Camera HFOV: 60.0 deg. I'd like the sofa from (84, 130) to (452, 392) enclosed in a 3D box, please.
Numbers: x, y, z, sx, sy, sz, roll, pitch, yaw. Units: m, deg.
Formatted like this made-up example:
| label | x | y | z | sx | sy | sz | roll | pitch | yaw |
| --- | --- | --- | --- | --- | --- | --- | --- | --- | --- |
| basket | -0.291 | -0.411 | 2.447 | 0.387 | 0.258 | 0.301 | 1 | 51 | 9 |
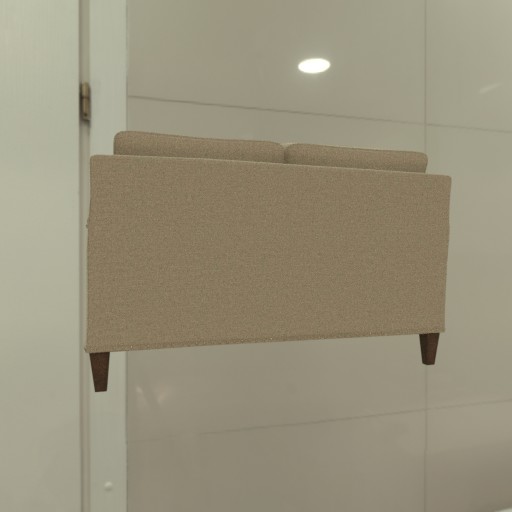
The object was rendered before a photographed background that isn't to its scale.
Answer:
| label | x | y | z | sx | sy | sz | roll | pitch | yaw |
| --- | --- | --- | --- | --- | --- | --- | --- | --- | --- |
| sofa | 0.000 | 0.000 | 2.252 | 1.597 | 1.003 | 1.084 | 0 | 0 | -16 |
